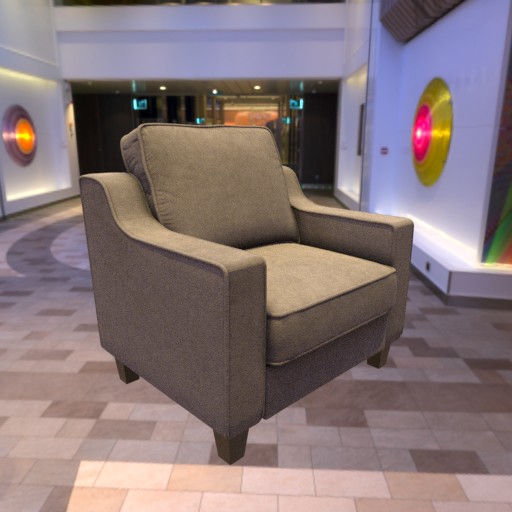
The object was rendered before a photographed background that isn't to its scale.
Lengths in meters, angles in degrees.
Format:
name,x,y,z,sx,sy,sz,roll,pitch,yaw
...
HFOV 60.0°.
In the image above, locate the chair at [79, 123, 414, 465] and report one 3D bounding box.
name,x,y,z,sx,sy,sz,roll,pitch,yaw
chair,0.000,0.000,1.637,0.926,0.944,0.840,-14,20,-42
